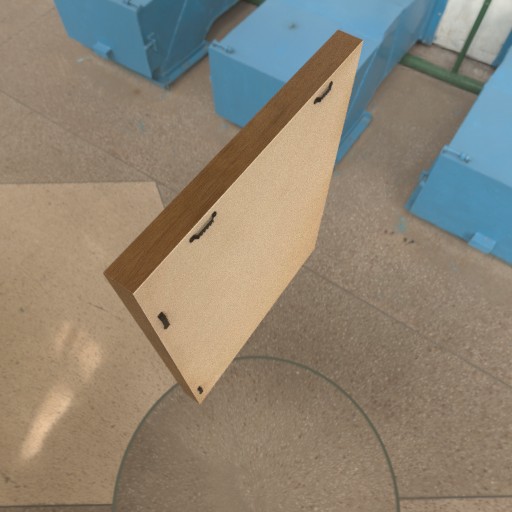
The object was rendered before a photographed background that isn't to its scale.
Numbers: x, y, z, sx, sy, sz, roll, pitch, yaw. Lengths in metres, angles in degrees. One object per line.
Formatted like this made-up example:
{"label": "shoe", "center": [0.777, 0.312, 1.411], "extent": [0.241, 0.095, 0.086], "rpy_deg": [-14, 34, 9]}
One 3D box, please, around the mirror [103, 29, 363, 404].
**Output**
{"label": "mirror", "center": [0.000, 0.000, 0.680], "extent": [0.041, 0.508, 0.405], "rpy_deg": [32, 66, 16]}
